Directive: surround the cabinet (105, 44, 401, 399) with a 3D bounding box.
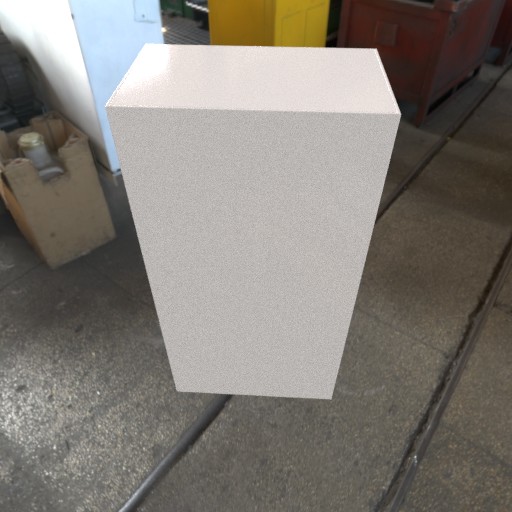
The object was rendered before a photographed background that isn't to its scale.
[{"bbox_3d":[0.000,0.000,2.343,0.980,1.920,0.580,2,45,2],"label":"cabinet"}]
